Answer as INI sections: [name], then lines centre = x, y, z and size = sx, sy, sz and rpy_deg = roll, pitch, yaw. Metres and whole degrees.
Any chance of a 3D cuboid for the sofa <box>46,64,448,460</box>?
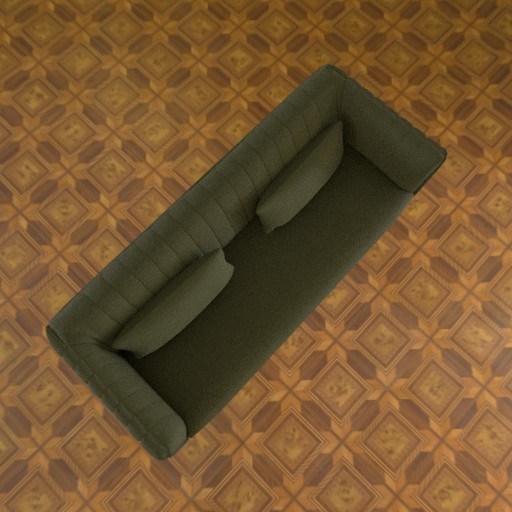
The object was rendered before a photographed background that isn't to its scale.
[sofa]
centre = 0.000, 0.000, 2.543
size = 0.896, 0.793, 2.137
rpy_deg = 43, 79, 10
